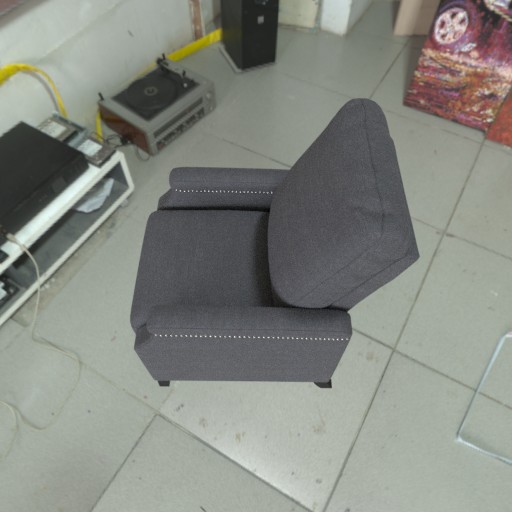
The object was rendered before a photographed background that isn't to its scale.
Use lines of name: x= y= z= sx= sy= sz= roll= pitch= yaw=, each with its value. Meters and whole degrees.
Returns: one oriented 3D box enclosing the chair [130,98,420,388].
chair: x=0.000 y=0.000 z=1.674 sx=0.922 sy=1.049 sz=0.710 roll=1 pitch=57 yaw=0
